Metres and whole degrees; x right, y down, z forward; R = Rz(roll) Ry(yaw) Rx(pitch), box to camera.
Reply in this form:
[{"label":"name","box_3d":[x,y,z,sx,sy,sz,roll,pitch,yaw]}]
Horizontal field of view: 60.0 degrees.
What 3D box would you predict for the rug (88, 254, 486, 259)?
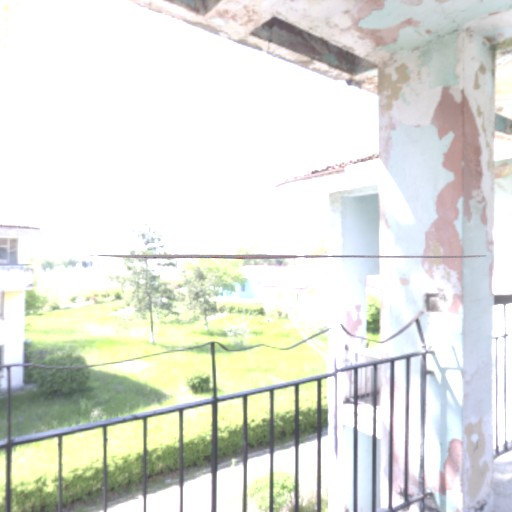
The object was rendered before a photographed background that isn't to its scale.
[{"label":"rug","box_3d":[0.000,0.000,4.034,2.263,0.022,3.029,0,0,-35]}]
